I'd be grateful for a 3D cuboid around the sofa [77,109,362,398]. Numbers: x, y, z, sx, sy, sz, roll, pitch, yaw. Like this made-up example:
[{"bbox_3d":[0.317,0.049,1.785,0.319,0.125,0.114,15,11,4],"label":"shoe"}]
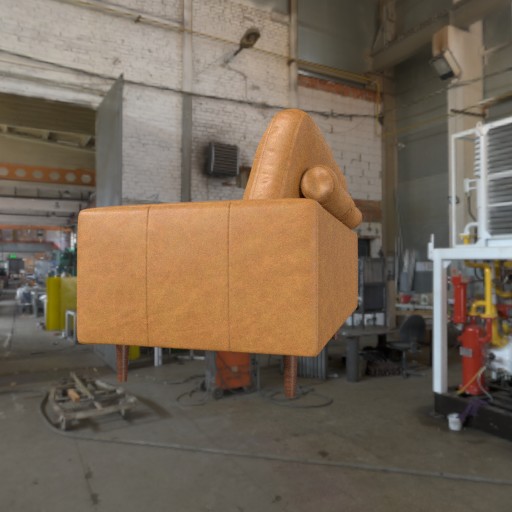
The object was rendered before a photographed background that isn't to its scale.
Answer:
[{"bbox_3d":[0.000,0.000,2.000,0.868,0.898,1.430,0,-1,17],"label":"sofa"}]
